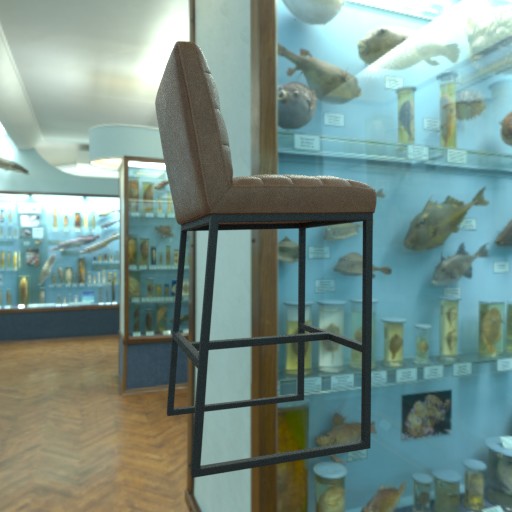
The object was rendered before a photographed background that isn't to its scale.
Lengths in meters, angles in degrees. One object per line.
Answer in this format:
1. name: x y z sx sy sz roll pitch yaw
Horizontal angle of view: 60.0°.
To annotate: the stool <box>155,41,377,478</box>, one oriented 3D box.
1. stool: 0.000 0.000 1.321 0.556 1.040 0.458 0 0 -19
